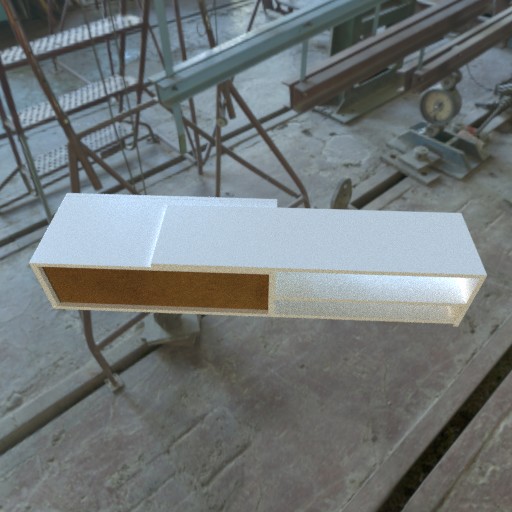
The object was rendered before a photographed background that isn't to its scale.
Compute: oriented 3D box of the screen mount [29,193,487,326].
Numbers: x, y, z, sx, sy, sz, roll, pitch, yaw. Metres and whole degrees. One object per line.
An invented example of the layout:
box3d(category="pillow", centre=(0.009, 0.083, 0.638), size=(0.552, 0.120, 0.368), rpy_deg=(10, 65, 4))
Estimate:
box3d(category="screen mount", centre=(0.000, 0.000, 1.876), size=(1.680, 0.320, 0.420), rpy_deg=(2, 46, 2))
